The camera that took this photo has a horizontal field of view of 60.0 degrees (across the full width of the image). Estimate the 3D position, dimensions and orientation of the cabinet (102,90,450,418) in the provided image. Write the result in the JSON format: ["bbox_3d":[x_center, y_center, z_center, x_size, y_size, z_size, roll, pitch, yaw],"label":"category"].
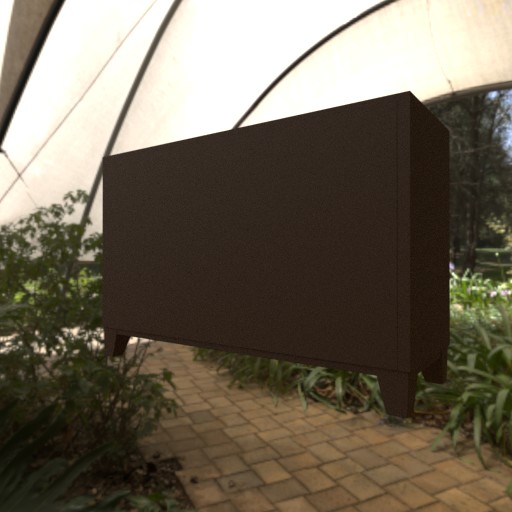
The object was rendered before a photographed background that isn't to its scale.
[{"bbox_3d":[0.000,0.000,1.831,1.396,0.914,0.482,0,0,36],"label":"cabinet"}]
